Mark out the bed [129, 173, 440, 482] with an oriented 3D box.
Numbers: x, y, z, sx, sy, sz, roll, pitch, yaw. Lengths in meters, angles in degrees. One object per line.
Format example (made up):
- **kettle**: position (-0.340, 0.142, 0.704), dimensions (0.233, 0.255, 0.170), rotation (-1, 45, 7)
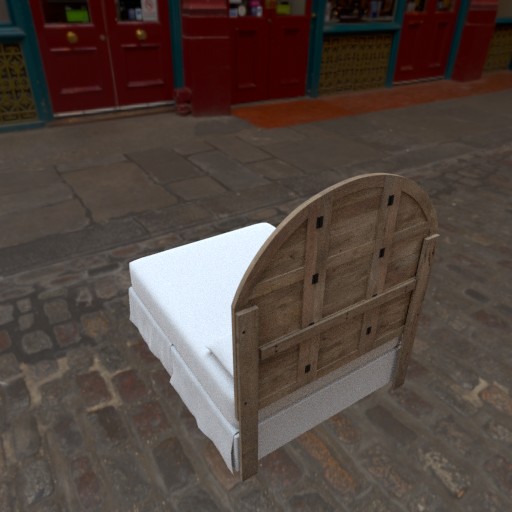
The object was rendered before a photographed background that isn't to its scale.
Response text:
- **bed**: position (0.000, 0.000, 3.621), dimensions (1.713, 2.002, 2.112), rotation (-18, 36, -28)
